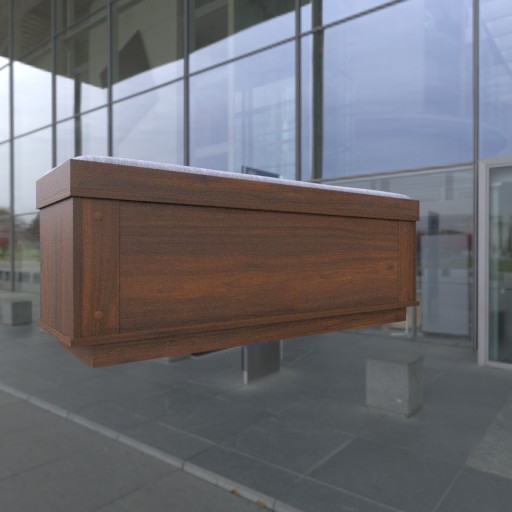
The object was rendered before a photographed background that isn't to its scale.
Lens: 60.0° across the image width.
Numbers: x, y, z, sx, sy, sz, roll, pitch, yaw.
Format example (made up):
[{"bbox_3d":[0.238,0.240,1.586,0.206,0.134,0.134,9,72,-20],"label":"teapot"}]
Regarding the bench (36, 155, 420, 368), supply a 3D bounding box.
[{"bbox_3d":[0.000,0.000,1.391,1.196,0.468,0.367,0,1,-36],"label":"bench"}]
